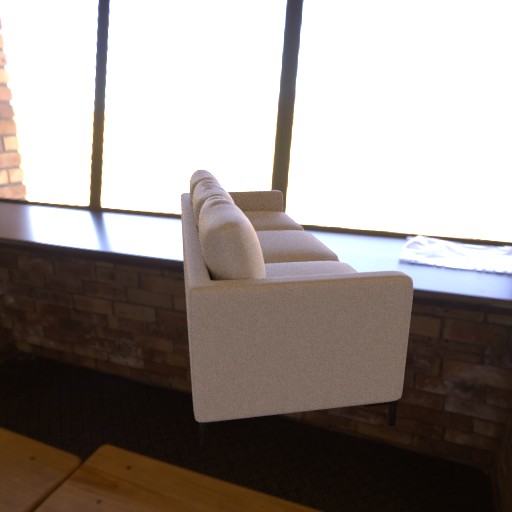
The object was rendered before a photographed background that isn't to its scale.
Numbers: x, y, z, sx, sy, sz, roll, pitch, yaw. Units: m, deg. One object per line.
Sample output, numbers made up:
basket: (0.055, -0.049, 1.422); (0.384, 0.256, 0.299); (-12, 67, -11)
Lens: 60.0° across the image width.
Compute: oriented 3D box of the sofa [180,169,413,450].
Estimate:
sofa: (0.000, 0.000, 2.678); (0.859, 0.874, 2.218); (-3, 17, -10)
